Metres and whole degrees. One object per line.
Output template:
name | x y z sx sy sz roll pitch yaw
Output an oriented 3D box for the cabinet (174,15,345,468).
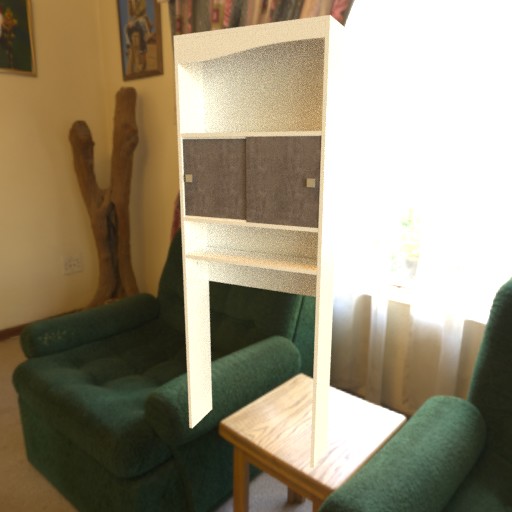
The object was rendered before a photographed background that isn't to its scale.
cabinet | 0.000 0.000 1.910 0.643 1.770 0.192 7 15 26
